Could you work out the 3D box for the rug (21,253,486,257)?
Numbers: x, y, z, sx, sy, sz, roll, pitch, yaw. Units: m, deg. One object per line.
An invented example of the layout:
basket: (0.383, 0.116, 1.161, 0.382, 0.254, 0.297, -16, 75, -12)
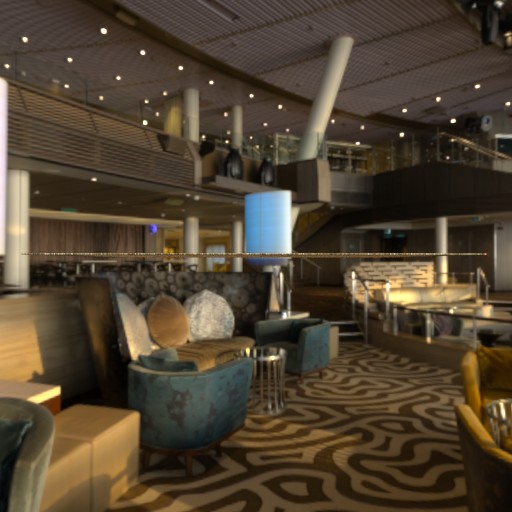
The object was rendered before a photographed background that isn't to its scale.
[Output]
rug: (0.000, 0.000, 3.030, 2.435, 0.006, 1.521, 0, -1, -1)
